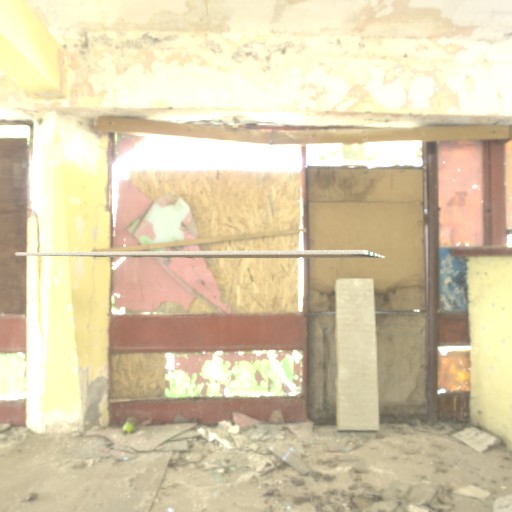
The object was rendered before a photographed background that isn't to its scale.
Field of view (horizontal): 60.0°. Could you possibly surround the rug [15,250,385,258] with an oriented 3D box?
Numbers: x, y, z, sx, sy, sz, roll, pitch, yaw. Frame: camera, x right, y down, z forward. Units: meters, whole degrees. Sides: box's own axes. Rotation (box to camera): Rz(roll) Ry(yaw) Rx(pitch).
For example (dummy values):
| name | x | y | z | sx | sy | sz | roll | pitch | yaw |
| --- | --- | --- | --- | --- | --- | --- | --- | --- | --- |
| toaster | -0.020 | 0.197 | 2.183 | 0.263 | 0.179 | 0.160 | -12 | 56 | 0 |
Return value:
| name | x | y | z | sx | sy | sz | roll | pitch | yaw |
| --- | --- | --- | --- | --- | --- | --- | --- | --- | --- |
| rug | 0.000 | 0.000 | 2.254 | 1.210 | 0.012 | 1.829 | 0 | -1 | 18 |
